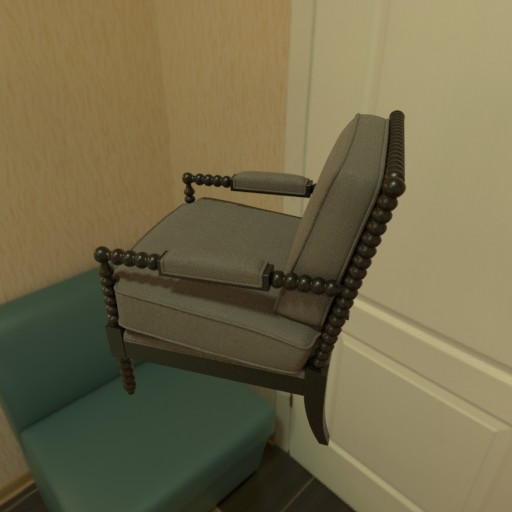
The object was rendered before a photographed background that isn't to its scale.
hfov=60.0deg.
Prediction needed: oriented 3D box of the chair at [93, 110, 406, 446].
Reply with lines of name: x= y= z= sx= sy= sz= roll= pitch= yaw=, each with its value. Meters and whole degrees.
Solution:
chair: x=0.000 y=0.000 z=1.121 sx=0.622 sy=0.661 sz=0.540 roll=8 pitch=32 yaw=13
